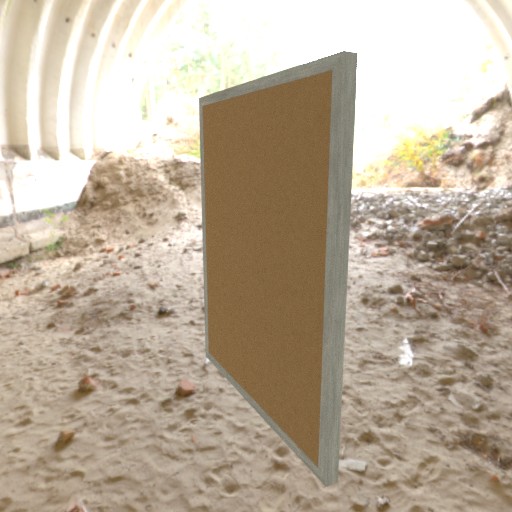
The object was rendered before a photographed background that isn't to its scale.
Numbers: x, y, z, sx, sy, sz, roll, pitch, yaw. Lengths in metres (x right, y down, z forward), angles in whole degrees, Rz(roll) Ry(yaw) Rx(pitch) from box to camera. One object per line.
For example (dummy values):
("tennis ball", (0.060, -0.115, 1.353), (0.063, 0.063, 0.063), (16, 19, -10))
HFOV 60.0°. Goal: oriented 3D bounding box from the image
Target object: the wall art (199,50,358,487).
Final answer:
("wall art", (0.000, 0.000, 0.785), (0.022, 0.582, 0.479), (-6, 14, -27))
